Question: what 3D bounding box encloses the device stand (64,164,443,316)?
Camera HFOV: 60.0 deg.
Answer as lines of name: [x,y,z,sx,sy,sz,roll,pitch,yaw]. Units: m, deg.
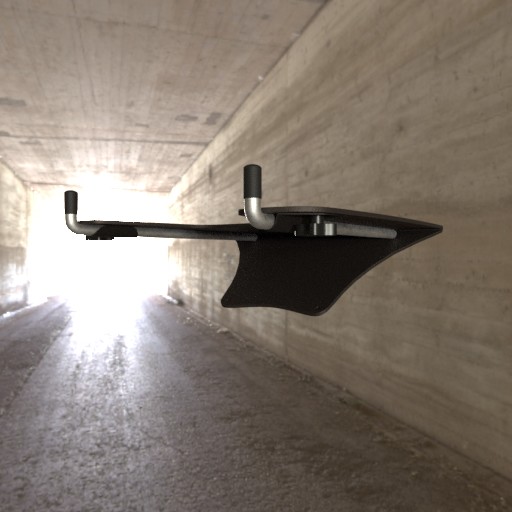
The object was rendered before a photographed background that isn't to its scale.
device stand: [0.000,0.000,0.351,0.230,0.092,0.230,0,1,36]
